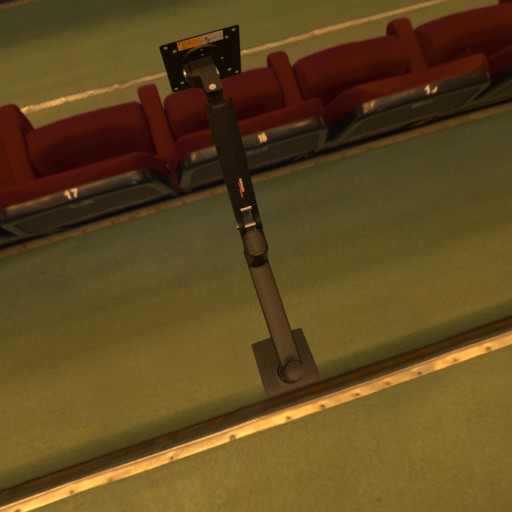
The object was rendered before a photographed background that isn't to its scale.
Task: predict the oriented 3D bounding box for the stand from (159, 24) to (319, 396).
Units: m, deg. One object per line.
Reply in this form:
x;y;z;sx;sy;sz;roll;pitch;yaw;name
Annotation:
0.000;0.000;1.046;0.152;0.713;0.650;-18;76;-5;stand
